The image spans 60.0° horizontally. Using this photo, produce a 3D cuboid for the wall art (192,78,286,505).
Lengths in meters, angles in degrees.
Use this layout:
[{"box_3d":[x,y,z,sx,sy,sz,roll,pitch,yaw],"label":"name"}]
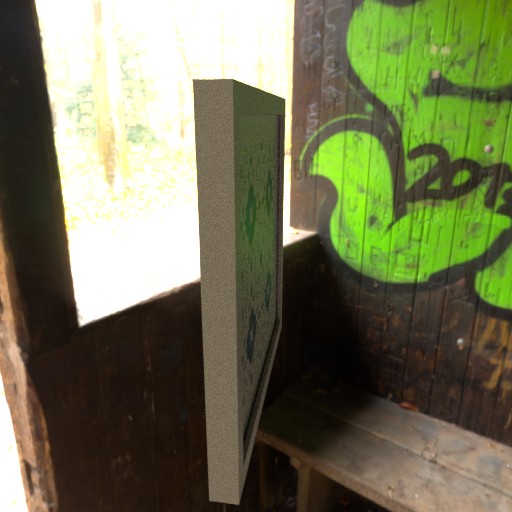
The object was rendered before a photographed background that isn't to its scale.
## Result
[{"box_3d":[0.000,0.000,0.512,0.027,0.355,0.355,3,18,9],"label":"wall art"}]
